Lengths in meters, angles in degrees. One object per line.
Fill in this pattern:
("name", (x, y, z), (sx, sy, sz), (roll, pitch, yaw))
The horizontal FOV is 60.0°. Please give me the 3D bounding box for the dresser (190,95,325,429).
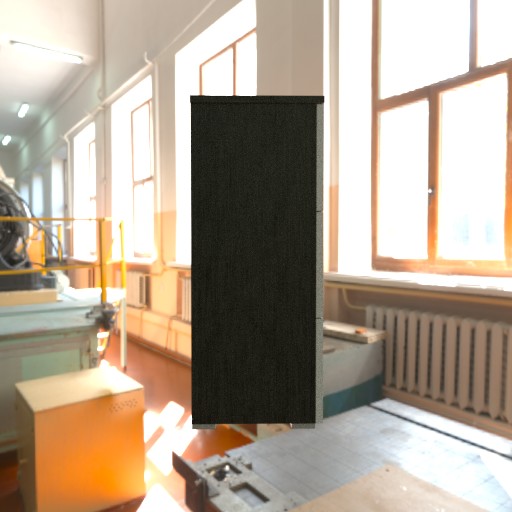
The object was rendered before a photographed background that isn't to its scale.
("dresser", (0.000, 0.000, 1.814), (0.333, 0.790, 1.535), (0, 1, -1))
